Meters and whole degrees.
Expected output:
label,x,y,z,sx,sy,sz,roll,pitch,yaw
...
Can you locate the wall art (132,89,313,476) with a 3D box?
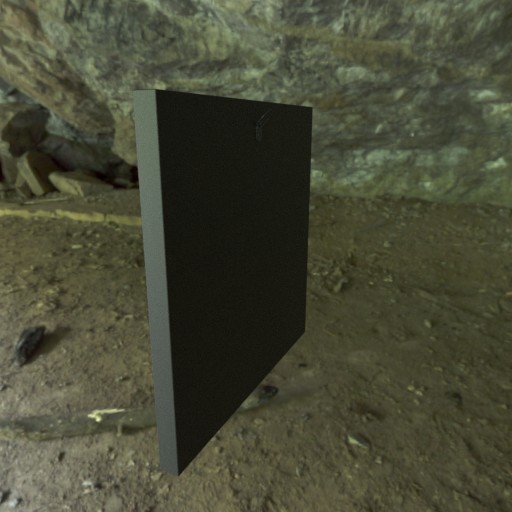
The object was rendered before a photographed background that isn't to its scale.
label,x,y,z,sx,sy,sz,roll,pitch,yaw
wall art,0.000,0.000,0.528,0.038,0.349,0.349,8,18,25
